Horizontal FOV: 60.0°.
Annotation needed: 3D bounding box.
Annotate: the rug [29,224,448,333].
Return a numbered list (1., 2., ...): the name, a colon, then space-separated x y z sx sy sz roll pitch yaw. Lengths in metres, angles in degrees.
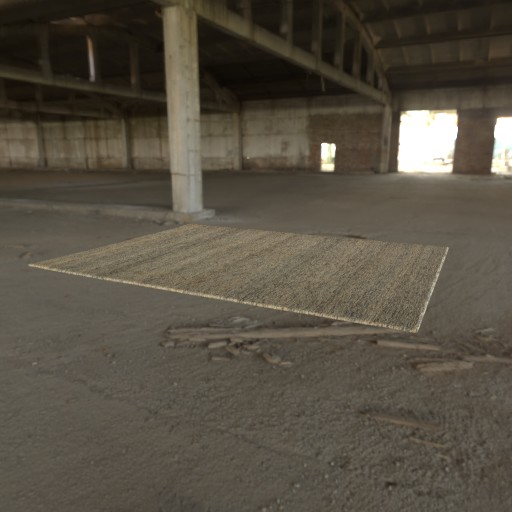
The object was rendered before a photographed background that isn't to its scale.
1. rug: 0.000 0.000 4.185 3.199 0.036 2.414 7 15 26
